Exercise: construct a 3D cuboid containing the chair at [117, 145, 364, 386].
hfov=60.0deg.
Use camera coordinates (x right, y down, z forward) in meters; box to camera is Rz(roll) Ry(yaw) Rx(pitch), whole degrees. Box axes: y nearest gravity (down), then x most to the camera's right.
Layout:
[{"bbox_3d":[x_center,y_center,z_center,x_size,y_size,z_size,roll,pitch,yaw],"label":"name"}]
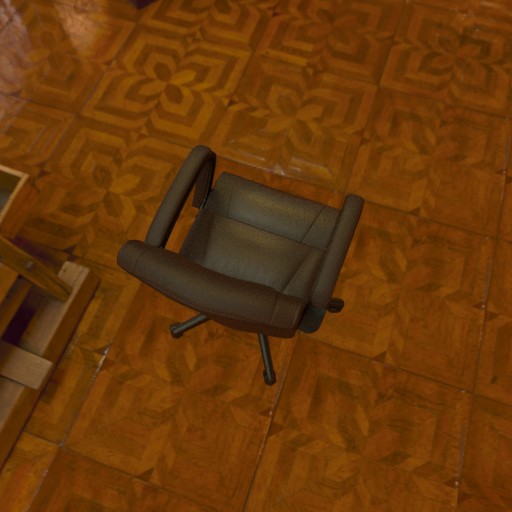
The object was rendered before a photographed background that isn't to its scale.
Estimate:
[{"bbox_3d":[0.000,0.000,1.524,0.739,1.004,0.717,20,68,8],"label":"chair"}]
